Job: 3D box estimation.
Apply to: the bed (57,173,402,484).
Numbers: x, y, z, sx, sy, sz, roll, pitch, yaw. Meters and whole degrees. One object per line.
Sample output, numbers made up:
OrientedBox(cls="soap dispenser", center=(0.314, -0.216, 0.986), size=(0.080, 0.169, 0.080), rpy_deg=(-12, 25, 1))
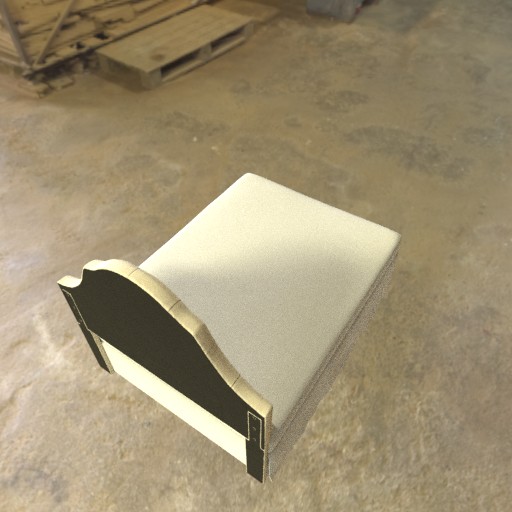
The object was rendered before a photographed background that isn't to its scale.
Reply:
OrientedBox(cls="bed", center=(0.000, 0.000, 3.177), size=(1.627, 1.575, 2.092), rpy_deg=(26, 52, 22))
